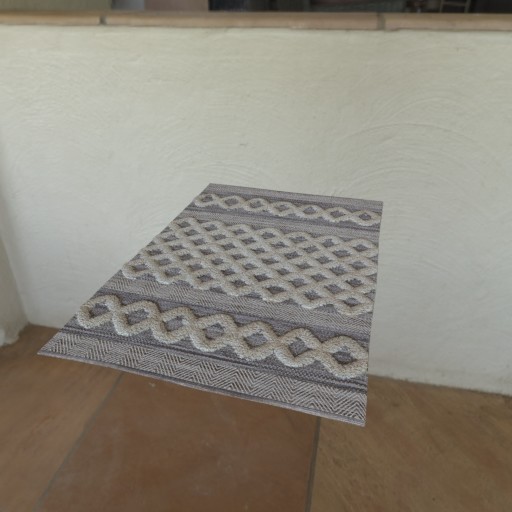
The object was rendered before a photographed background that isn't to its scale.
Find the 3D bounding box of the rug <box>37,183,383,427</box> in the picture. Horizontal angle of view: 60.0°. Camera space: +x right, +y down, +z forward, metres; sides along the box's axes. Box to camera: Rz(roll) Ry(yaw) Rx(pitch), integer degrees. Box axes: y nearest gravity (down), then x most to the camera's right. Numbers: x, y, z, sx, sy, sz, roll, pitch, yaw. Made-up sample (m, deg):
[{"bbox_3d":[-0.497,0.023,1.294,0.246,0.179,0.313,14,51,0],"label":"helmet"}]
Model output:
[{"bbox_3d":[0.000,0.000,2.284,1.222,0.030,1.823,8,31,14],"label":"rug"}]
